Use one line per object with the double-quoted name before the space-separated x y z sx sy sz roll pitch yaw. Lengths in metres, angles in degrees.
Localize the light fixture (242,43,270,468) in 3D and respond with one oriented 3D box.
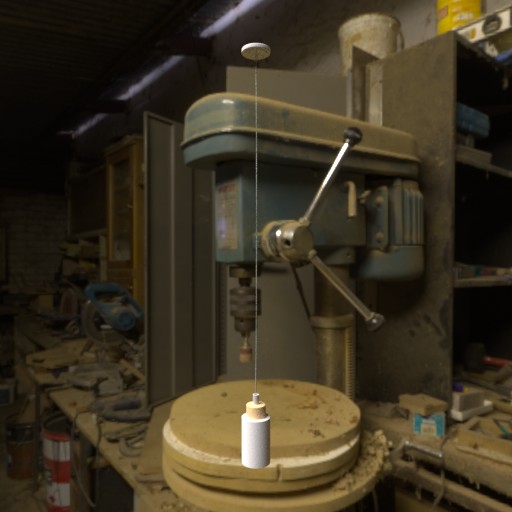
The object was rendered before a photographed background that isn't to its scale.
"light fixture" 0.000 0.000 1.935 0.125 1.798 0.125 0 0 -37
